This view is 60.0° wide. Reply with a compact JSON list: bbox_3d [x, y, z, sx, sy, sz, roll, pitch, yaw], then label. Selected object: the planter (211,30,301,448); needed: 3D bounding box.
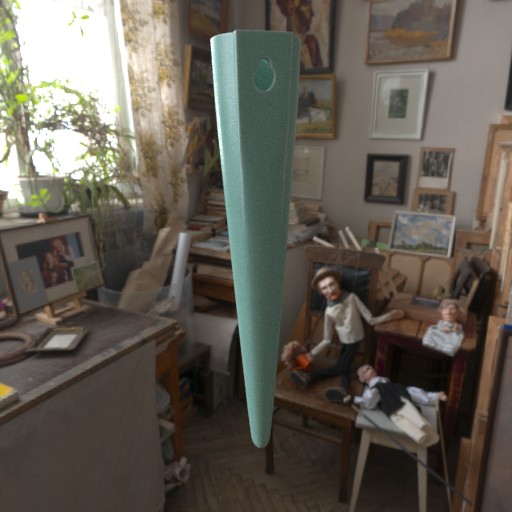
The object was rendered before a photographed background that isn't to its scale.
[{"bbox_3d":[0.000,0.000,0.299,0.054,0.268,0.055,-3,15,-9],"label":"planter"}]
